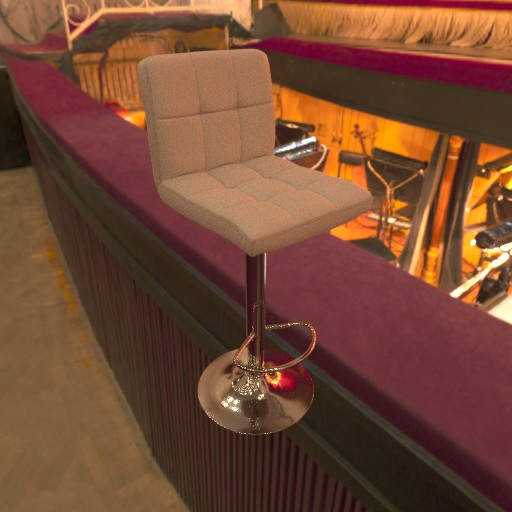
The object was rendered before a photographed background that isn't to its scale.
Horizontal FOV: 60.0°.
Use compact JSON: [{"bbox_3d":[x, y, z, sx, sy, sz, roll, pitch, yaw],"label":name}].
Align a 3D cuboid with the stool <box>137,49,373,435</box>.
[{"bbox_3d":[0.000,0.000,1.359,0.430,1.115,0.505,-21,36,-33],"label":"stool"}]
